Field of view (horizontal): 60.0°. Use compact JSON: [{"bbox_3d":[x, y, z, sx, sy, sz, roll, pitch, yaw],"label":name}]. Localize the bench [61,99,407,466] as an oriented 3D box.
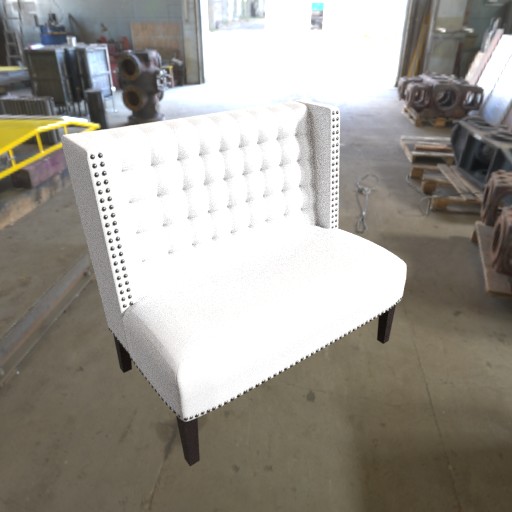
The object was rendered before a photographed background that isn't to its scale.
[{"bbox_3d":[0.000,0.000,2.018,1.280,1.123,0.847,-21,35,-32],"label":"bench"}]
